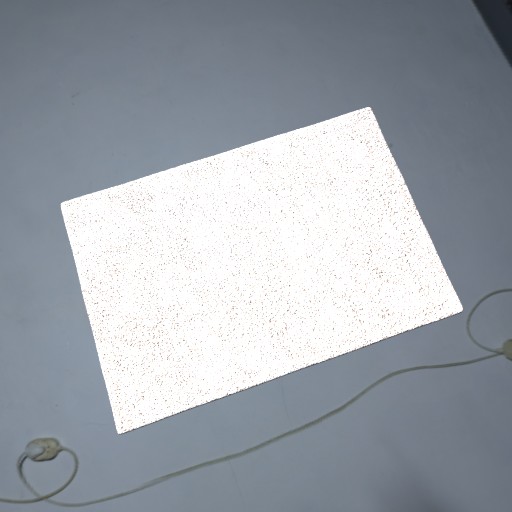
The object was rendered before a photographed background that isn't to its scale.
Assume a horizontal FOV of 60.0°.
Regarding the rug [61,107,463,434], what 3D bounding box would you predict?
[{"bbox_3d":[0.000,0.000,2.285,1.778,0.030,1.219,-18,76,-5],"label":"rug"}]
